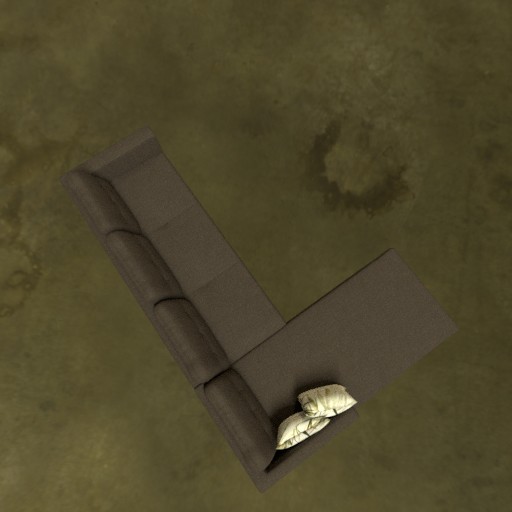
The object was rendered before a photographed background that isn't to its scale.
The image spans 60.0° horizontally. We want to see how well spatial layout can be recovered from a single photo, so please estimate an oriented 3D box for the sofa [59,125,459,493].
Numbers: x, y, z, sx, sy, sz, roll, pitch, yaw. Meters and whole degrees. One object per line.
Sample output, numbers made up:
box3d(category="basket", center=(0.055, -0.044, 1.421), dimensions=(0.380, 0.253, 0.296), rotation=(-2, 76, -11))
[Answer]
box3d(category="sofa", center=(0.000, 0.000, 3.445), dimensions=(1.829, 0.932, 2.679), rotation=(-34, 77, -9))
